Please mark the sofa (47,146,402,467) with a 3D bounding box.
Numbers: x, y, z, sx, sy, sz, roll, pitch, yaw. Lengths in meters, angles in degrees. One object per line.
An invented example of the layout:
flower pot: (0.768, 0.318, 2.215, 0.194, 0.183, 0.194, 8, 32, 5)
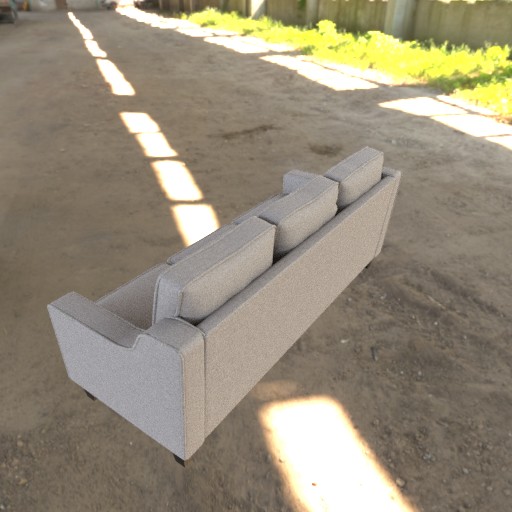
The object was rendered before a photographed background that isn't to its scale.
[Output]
sofa: (0.000, 0.000, 2.600, 0.899, 0.950, 2.129, 20, 37, 30)
